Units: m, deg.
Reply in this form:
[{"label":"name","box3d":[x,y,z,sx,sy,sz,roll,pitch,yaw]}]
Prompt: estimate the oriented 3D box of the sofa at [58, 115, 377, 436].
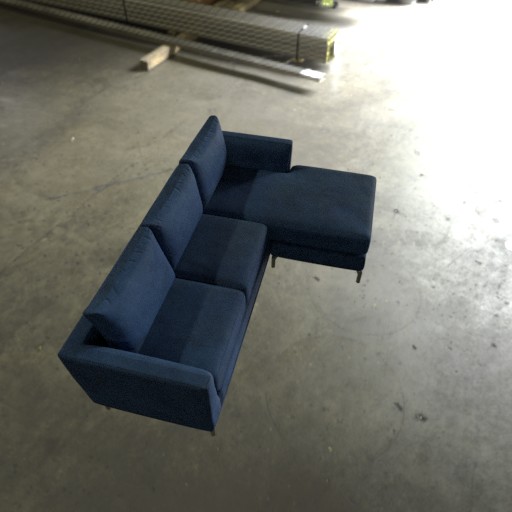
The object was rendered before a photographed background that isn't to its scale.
[{"label":"sofa","box3d":[0.000,0.000,3.246,1.622,0.987,2.438,10,47,10]}]
